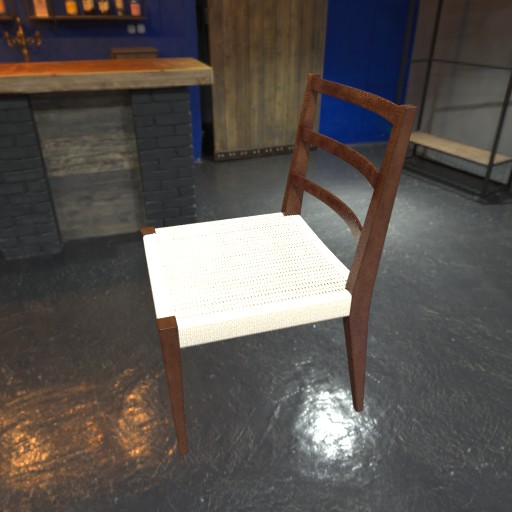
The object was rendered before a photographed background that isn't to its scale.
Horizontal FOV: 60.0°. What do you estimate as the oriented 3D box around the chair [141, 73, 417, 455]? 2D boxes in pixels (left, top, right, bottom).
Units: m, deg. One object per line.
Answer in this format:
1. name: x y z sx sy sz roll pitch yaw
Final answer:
1. chair: 0.000 0.000 1.156 0.551 0.813 0.480 -9 31 -14
